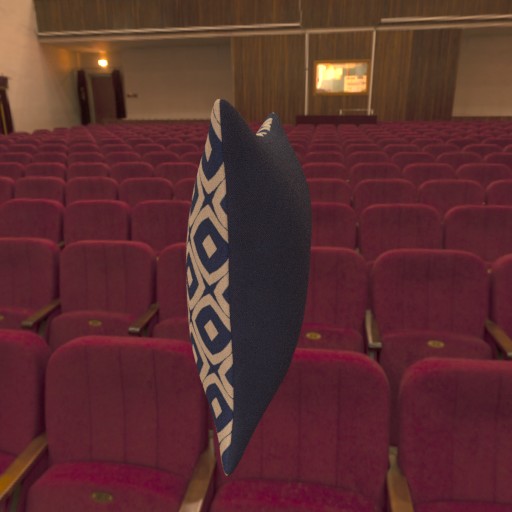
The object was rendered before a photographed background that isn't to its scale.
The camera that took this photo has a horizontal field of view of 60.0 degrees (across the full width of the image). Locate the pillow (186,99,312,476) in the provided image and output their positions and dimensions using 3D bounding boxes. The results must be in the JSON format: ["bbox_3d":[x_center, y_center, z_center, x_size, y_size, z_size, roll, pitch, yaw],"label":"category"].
[{"bbox_3d":[0.000,0.000,0.777,0.188,0.494,0.504,3,17,8],"label":"pillow"}]
